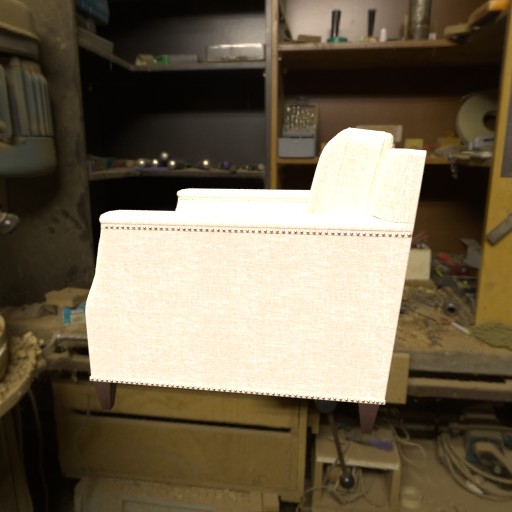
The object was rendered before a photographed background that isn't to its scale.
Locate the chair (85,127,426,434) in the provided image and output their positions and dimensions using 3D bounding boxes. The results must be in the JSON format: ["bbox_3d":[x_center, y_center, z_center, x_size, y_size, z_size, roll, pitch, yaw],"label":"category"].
[{"bbox_3d":[0.000,0.000,1.739,1.041,0.940,0.838,2,14,8],"label":"chair"}]
